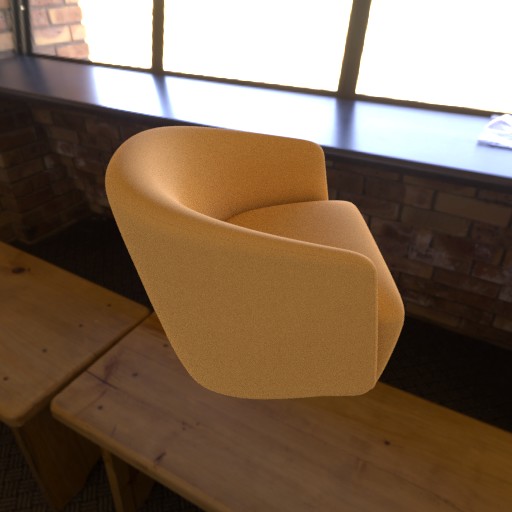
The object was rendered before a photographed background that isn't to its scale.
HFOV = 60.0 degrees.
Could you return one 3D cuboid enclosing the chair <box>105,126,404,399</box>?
[{"bbox_3d":[0.000,0.000,1.365,0.767,0.698,0.773,-1,33,-1],"label":"chair"}]
